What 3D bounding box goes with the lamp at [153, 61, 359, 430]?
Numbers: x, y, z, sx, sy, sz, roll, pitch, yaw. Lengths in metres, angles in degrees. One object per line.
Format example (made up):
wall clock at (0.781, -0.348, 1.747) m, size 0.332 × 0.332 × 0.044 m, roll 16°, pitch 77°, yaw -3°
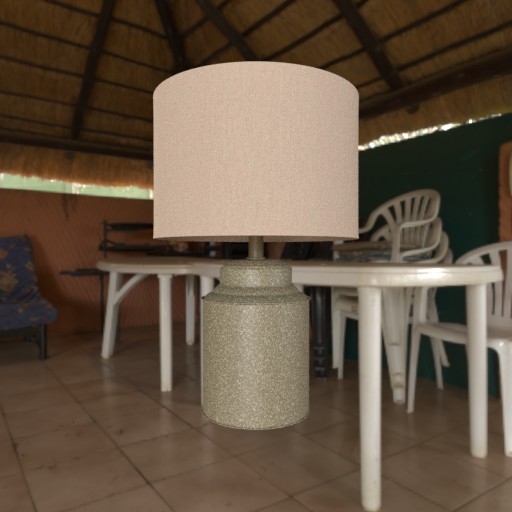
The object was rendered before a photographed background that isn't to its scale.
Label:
lamp at (0.000, 0.000, 0.705) m, size 0.318 × 0.486 × 0.318 m, roll 0°, pitch 0°, yaw 0°
